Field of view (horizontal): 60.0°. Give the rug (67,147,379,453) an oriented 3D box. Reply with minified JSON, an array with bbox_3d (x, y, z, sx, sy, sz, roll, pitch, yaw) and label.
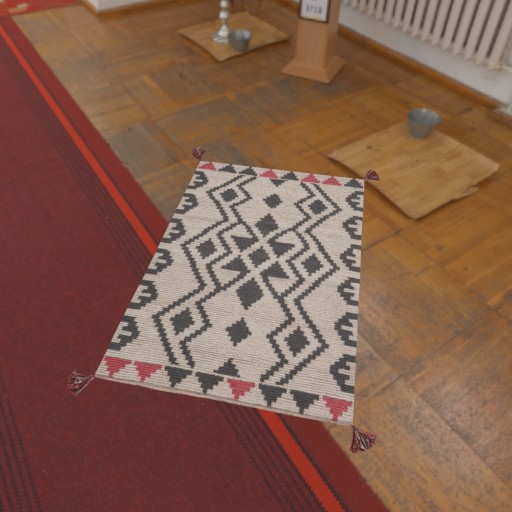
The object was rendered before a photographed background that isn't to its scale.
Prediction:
[{"bbox_3d":[0.000,0.000,2.637,1.444,0.067,2.069,8,47,8],"label":"rug"}]
